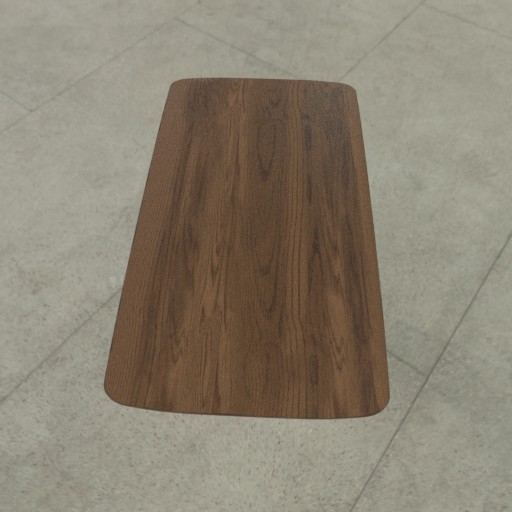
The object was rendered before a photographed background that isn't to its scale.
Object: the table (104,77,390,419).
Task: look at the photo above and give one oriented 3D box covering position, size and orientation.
[{"bbox_3d":[0.000,0.000,2.145,0.949,0.765,1.643,2,59,1],"label":"table"}]
